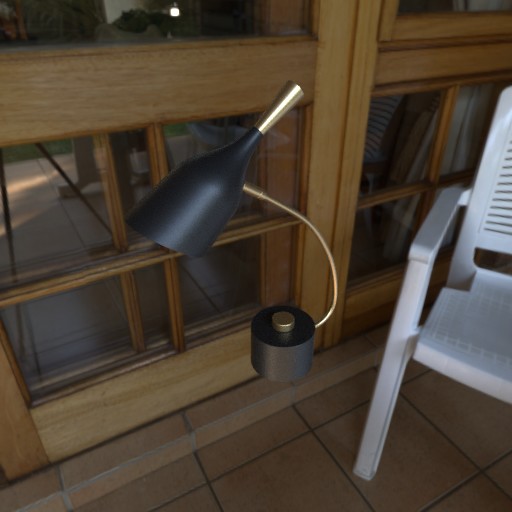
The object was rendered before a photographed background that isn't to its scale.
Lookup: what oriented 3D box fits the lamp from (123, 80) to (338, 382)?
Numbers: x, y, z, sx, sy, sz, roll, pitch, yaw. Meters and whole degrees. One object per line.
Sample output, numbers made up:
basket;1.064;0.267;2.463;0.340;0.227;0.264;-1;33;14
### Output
lamp;0.000;0.000;0.635;0.352;0.464;0.110;-20;37;-29
